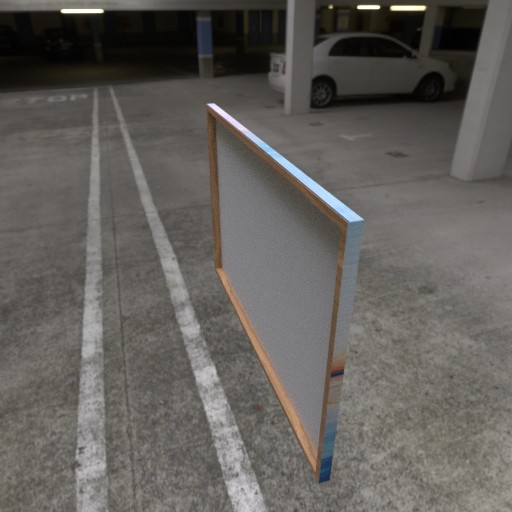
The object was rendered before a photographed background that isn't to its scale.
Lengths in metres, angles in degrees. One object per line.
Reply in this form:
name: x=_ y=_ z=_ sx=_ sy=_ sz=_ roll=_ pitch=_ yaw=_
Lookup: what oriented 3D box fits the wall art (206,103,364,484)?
wall art: x=0.000 y=0.000 z=0.770 sx=0.018 sy=0.402 sz=0.604 roll=-9 pitch=31 yaw=-16
